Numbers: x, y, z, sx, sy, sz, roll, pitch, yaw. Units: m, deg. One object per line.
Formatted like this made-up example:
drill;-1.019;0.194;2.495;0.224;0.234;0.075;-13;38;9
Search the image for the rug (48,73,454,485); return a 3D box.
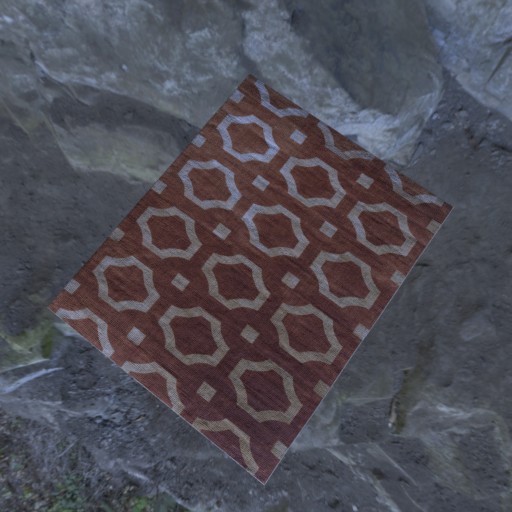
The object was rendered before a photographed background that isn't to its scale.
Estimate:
rug;0.000;0.000;4.141;2.466;0.021;3.049;36;79;8
